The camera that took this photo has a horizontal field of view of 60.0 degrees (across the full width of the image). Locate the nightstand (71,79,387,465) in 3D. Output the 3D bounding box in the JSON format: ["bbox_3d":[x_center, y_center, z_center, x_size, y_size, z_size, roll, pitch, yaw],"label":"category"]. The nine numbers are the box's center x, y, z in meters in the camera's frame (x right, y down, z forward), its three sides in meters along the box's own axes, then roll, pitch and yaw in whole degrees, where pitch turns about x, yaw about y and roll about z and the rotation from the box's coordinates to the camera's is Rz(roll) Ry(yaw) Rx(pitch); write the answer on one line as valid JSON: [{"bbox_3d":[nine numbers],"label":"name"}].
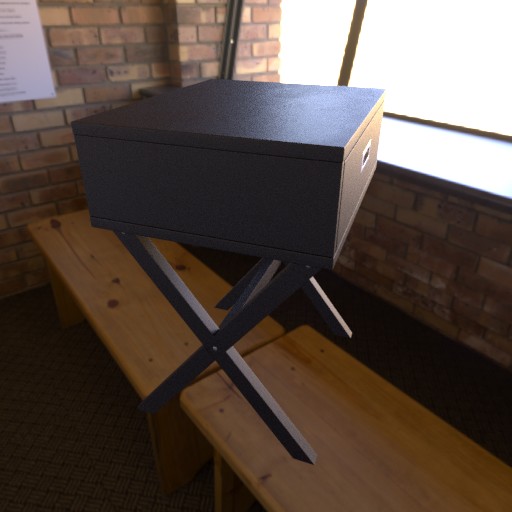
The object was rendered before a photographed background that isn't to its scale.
[{"bbox_3d":[0.000,0.000,0.934,0.402,0.623,0.479,10,31,18],"label":"nightstand"}]
